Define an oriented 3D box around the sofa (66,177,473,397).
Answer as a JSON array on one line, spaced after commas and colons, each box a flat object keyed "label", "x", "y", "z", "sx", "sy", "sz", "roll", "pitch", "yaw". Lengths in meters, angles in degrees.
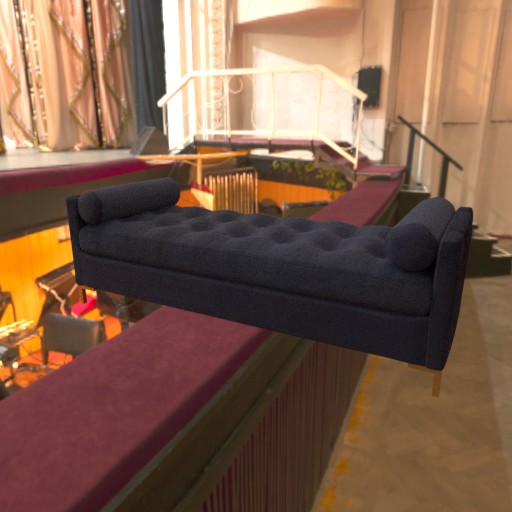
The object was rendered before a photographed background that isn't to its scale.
[{"label": "sofa", "x": 0.000, "y": 0.000, "z": 2.462, "sx": 2.102, "sy": 0.705, "sz": 0.796, "roll": 9, "pitch": 19, "yaw": 27}]
